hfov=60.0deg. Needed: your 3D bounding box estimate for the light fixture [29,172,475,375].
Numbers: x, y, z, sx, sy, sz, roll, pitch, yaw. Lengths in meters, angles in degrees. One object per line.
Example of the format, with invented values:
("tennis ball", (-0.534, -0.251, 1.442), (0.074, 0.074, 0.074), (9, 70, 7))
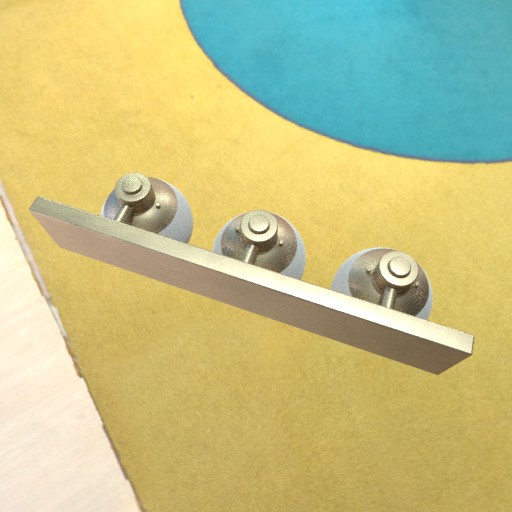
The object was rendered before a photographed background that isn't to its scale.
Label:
("light fixture", (0.000, 0.000, 0.839), (0.721, 0.263, 0.218), (18, 64, 9))
